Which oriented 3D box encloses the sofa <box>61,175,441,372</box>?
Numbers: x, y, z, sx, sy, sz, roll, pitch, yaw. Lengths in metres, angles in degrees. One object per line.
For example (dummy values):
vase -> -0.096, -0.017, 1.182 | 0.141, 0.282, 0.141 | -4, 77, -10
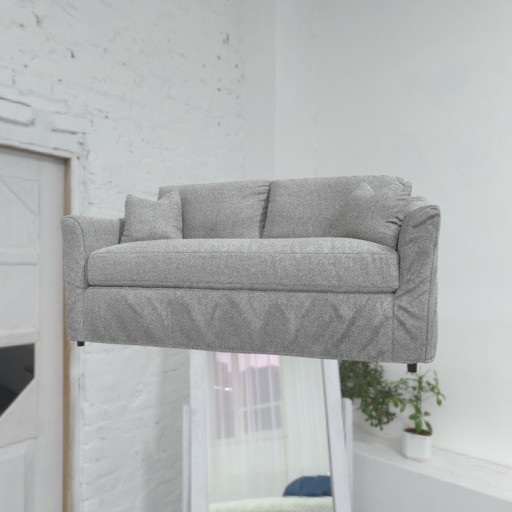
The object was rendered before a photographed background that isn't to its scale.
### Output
sofa -> 0.000, 0.000, 2.660 | 2.010, 1.018, 1.072 | 0, 0, 19
